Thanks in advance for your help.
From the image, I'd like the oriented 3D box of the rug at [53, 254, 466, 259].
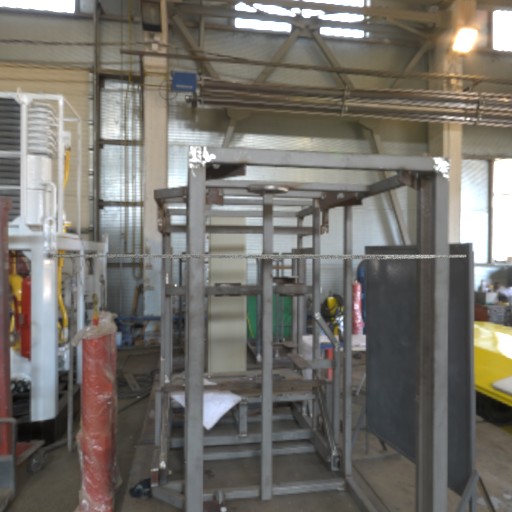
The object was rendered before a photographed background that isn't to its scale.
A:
[{"bbox_3d":[0.000,0.000,2.341,1.819,0.012,1.208,0,0,36],"label":"rug"}]
